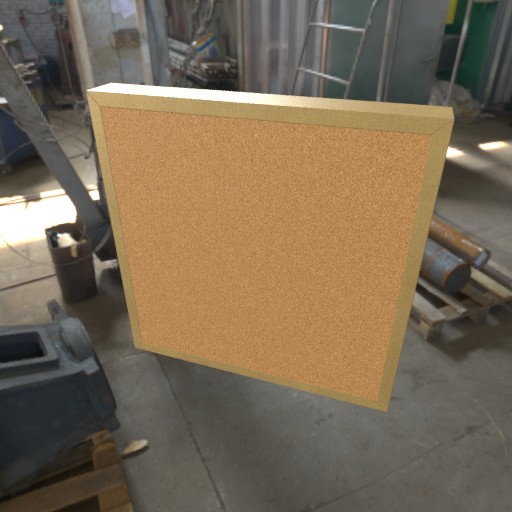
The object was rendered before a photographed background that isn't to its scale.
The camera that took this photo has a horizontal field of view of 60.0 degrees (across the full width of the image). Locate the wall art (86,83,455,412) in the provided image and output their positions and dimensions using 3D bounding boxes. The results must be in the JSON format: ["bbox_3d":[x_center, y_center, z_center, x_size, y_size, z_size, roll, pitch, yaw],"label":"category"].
[{"bbox_3d":[0.000,0.000,0.445,0.305,0.305,0.038,10,33,16],"label":"wall art"}]
